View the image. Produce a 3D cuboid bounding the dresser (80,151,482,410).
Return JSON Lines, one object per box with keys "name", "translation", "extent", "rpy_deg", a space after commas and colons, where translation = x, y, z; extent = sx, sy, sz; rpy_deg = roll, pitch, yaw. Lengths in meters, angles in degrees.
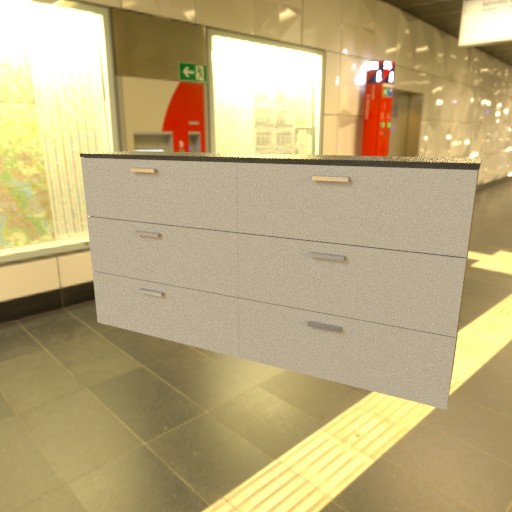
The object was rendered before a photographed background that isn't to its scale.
{"name": "dresser", "translation": [0.000, 0.000, 1.787], "extent": [1.535, 0.790, 0.333], "rpy_deg": [8, 17, 26]}
